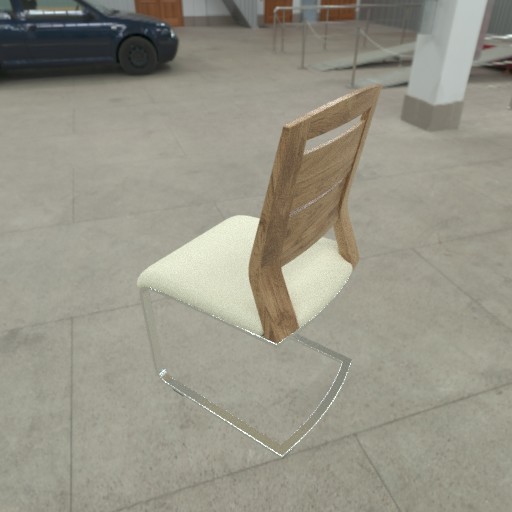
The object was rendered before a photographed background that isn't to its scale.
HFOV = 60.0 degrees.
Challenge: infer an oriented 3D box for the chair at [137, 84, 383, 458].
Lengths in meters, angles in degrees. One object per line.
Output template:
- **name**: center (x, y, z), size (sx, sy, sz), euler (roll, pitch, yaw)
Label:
- **chair**: center (0.000, 0.000, 1.272), size (0.561, 0.955, 0.457), euler (21, 38, 29)
